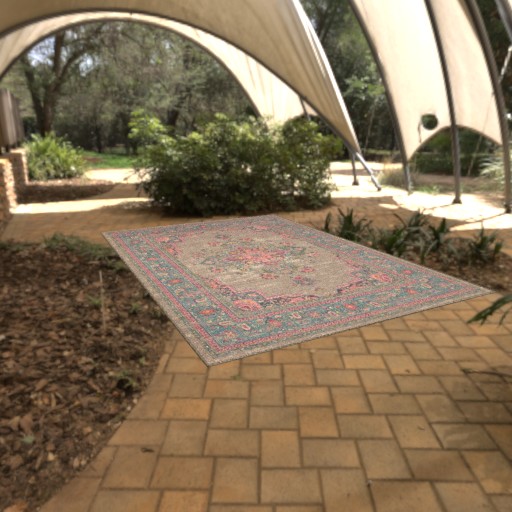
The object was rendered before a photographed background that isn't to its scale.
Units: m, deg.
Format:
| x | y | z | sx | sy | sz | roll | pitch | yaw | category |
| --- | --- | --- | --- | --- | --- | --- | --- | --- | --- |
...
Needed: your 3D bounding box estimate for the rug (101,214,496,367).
| x | y | z | sx | sy | sz | roll | pitch | yaw | category |
| --- | --- | --- | --- | --- | --- | --- | --- | --- | --- |
| 0.000 | 0.000 | 3.653 | 2.005 | 0.013 | 2.890 | -8 | 19 | -26 | rug |
